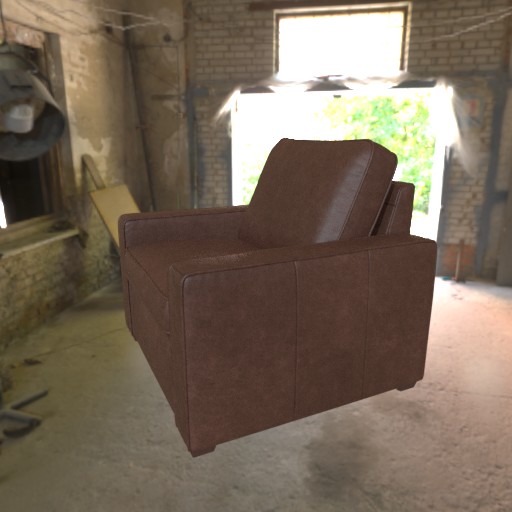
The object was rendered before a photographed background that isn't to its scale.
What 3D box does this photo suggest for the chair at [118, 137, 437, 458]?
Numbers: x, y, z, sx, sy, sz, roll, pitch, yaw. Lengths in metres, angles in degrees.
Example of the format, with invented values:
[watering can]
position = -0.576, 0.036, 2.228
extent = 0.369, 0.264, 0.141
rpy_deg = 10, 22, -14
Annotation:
[chair]
position = 0.000, 0.000, 1.784
extent = 0.940, 0.919, 1.017
rpy_deg = -7, 17, -25
